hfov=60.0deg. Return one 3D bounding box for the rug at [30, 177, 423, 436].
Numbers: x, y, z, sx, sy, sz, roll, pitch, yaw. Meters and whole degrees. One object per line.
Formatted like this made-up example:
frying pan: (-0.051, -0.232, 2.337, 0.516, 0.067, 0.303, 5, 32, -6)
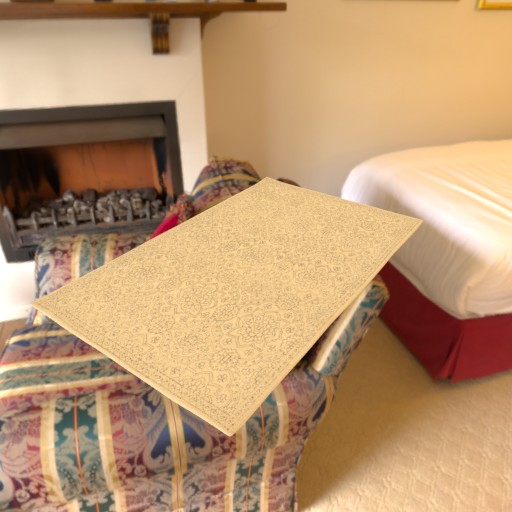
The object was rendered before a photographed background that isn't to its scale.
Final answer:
rug: (0.000, 0.000, 3.045, 1.518, 0.023, 2.434, 21, 37, 30)
